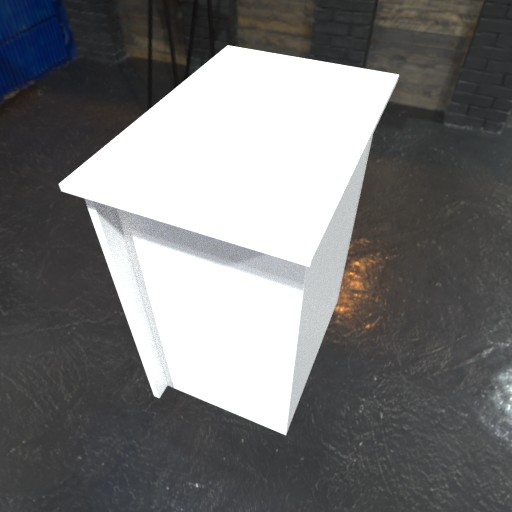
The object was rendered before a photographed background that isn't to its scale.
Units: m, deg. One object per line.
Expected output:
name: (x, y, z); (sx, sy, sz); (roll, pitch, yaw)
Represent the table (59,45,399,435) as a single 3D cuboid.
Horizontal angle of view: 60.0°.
table: (0.000, 0.000, 1.062); (0.406, 0.711, 0.589); (17, 48, 16)
